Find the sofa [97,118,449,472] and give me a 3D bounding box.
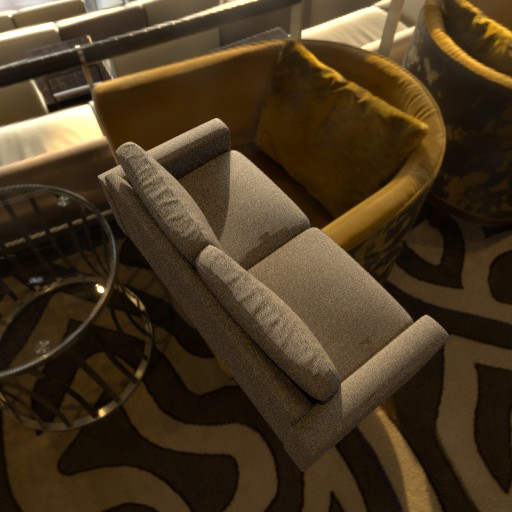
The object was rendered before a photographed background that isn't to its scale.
[{"bbox_3d":[0.000,0.000,2.751,1.016,0.873,2.179,-33,63,-19],"label":"sofa"}]
